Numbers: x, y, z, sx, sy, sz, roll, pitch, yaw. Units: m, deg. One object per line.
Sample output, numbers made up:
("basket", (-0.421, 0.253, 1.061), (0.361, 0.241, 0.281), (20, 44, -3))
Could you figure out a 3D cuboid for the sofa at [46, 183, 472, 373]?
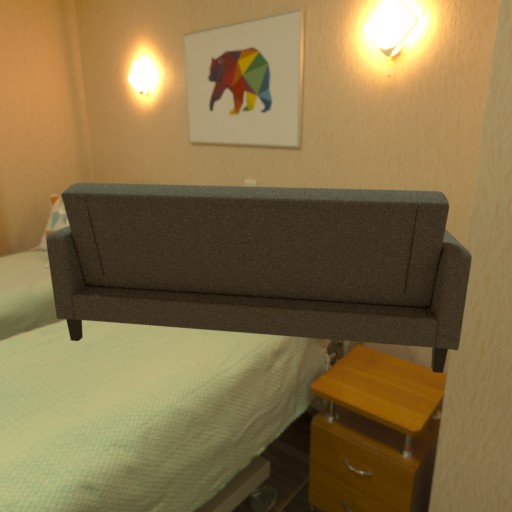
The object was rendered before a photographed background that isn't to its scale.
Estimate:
("sofa", (0.000, 0.000, 2.478), (2.040, 0.850, 0.810), (3, 17, 9))
